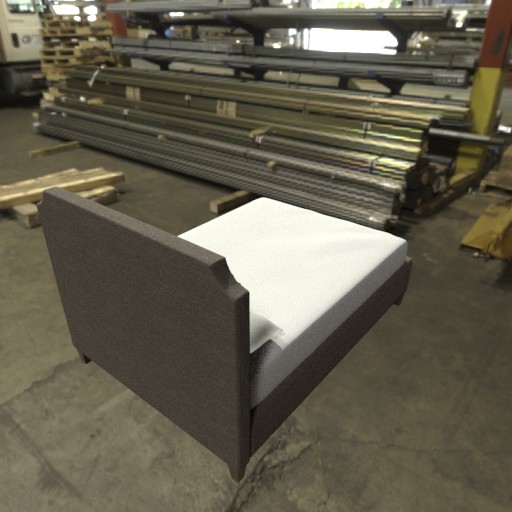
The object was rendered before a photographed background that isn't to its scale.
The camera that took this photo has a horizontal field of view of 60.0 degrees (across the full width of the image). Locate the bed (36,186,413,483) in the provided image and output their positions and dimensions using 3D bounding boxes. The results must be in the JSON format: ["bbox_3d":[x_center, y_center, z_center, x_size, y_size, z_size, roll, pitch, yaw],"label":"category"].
[{"bbox_3d":[0.000,0.000,3.465,1.713,1.457,2.381,22,36,33],"label":"bed"}]
